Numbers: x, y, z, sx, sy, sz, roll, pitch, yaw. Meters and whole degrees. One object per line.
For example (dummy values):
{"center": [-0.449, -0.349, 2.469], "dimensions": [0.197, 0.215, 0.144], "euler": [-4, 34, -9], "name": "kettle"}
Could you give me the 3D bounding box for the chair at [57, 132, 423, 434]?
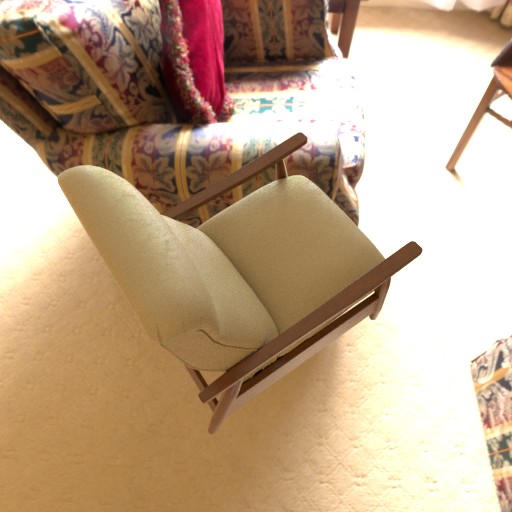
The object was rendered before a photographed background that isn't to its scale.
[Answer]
{"center": [0.000, 0.000, 1.746], "dimensions": [1.014, 1.082, 0.762], "euler": [-30, 64, -17], "name": "chair"}
